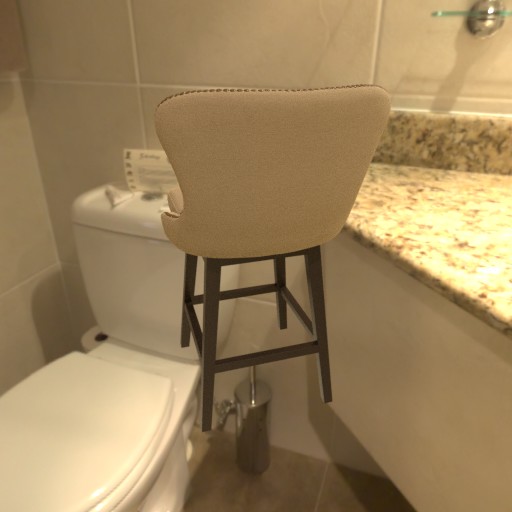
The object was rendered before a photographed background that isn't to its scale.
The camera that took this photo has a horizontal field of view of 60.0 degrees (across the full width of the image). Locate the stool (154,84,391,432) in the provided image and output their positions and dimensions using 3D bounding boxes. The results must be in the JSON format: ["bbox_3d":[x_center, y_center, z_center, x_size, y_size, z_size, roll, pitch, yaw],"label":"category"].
[{"bbox_3d":[0.000,0.000,1.287,0.528,0.971,0.593,-8,27,-15],"label":"stool"}]
